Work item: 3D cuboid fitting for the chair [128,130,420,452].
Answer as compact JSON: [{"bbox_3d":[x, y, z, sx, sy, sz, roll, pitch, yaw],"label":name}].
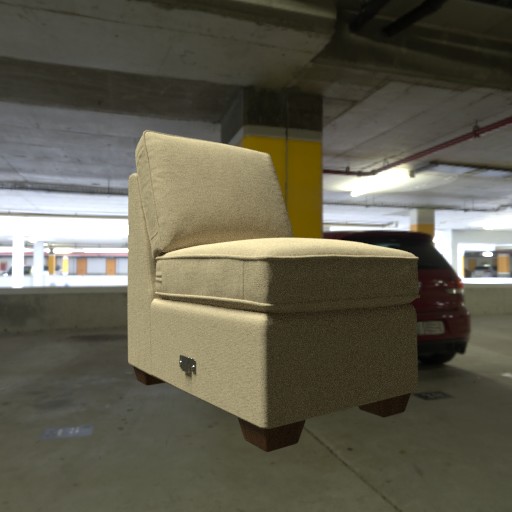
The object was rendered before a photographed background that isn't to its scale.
[{"bbox_3d":[0.000,0.000,1.563,0.621,0.970,0.938,1,-2,-35],"label":"chair"}]
